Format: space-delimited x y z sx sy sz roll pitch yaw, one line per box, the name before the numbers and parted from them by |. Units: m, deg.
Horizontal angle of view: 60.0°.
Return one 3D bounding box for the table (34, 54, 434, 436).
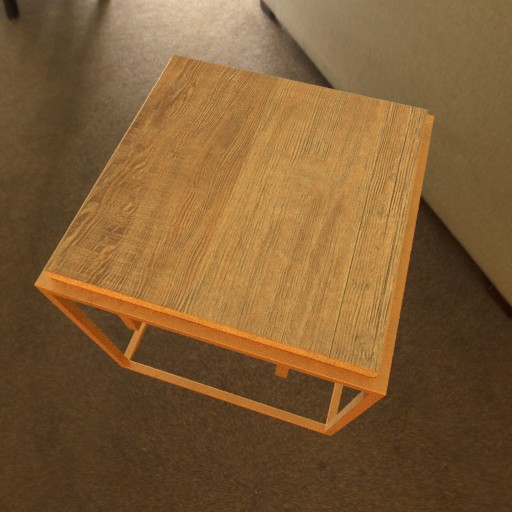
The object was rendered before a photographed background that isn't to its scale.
table | 0.000 0.000 1.073 0.599 0.584 0.599 16 63 8
